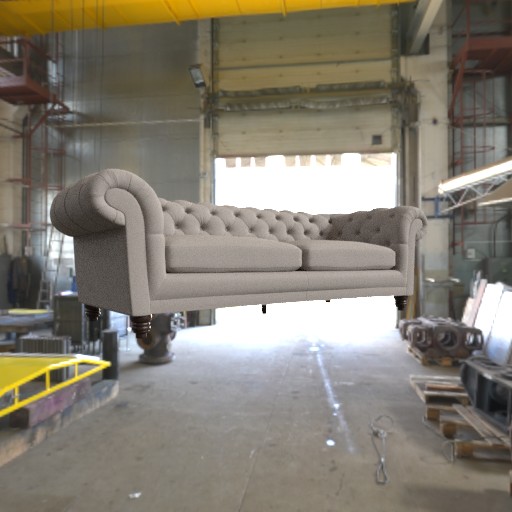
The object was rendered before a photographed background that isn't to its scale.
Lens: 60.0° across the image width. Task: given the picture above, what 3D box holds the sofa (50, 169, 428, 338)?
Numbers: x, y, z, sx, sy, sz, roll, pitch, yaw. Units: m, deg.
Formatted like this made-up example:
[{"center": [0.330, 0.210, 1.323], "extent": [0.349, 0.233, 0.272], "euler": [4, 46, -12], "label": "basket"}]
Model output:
[{"center": [0.000, 0.000, 2.854], "extent": [2.411, 0.749, 0.991], "euler": [1, -1, -37], "label": "sofa"}]
